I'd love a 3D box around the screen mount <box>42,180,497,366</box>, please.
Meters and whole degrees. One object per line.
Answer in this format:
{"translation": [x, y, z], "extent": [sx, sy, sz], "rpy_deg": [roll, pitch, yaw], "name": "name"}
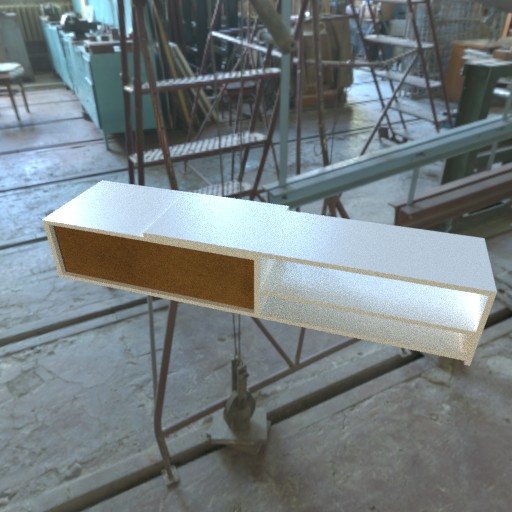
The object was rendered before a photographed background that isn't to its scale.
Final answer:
{"translation": [0.000, 0.000, 1.824], "extent": [1.680, 0.320, 0.420], "rpy_deg": [10, 34, 15], "name": "screen mount"}
